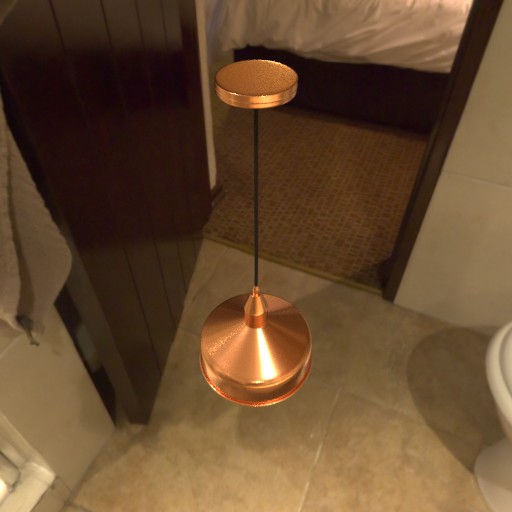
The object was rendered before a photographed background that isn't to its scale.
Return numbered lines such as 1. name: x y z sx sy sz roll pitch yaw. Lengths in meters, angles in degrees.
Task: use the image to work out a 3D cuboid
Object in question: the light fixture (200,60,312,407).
1. light fixture: 0.000 0.000 0.921 0.301 0.754 0.301 -9 46 -9
